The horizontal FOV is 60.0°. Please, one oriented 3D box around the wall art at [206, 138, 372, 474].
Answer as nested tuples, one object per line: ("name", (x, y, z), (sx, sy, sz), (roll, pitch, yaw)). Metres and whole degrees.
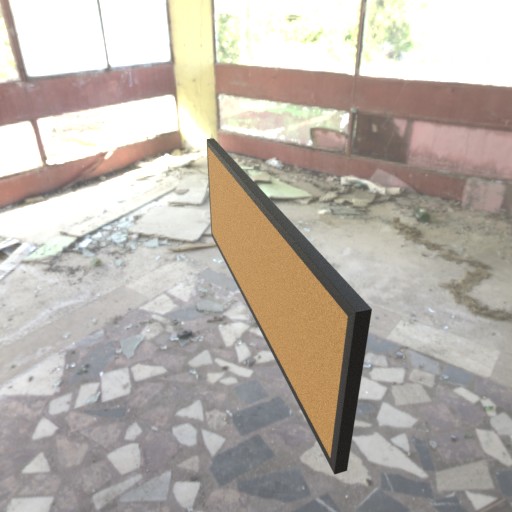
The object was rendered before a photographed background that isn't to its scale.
("wall art", (0.000, 0.000, 1.759), (0.041, 0.554, 1.572), (-9, 30, -15))
